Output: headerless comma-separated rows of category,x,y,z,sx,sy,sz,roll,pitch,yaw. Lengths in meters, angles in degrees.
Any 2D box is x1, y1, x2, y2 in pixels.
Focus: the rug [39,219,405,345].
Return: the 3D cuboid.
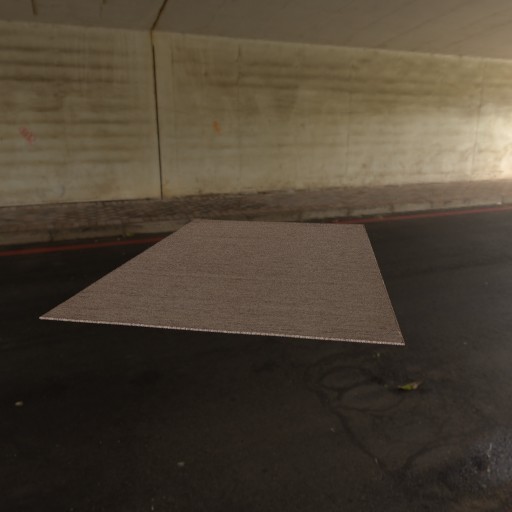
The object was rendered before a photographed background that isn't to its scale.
rug,0.000,0.000,2.321,1.225,0.013,1.840,3,16,9
